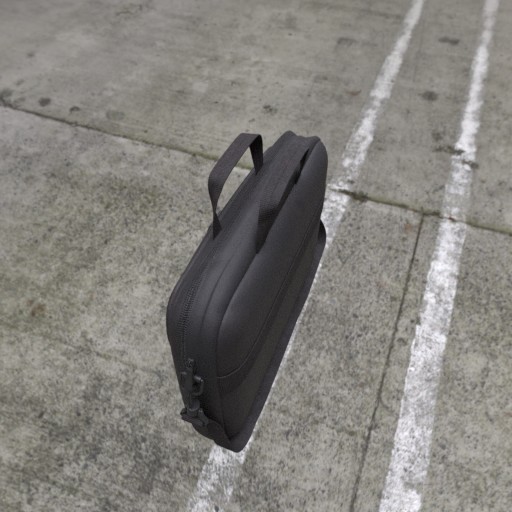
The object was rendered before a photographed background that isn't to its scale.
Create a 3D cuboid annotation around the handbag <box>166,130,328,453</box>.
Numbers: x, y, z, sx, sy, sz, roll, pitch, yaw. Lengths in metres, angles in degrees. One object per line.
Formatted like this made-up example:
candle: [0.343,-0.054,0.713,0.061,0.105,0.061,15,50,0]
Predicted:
handbag: [0.000,0.000,0.433,0.089,0.244,0.320,16,50,15]
